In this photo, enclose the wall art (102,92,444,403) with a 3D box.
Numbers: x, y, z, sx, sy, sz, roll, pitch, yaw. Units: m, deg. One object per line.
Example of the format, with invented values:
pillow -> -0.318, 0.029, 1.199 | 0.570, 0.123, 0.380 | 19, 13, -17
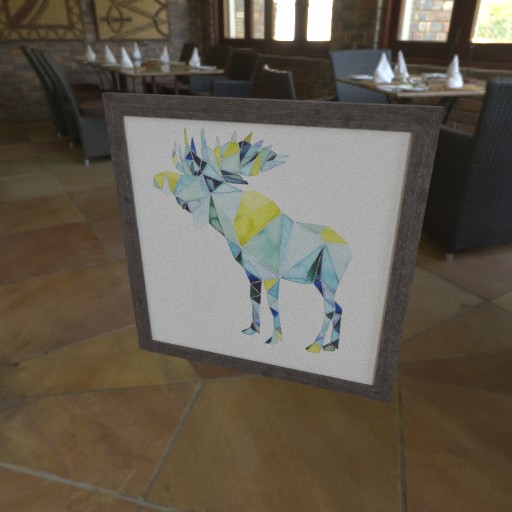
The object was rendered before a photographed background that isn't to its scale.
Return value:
wall art -> 0.000, 0.000, 0.679 | 0.457, 0.457, 0.013 | 8, 28, 16
